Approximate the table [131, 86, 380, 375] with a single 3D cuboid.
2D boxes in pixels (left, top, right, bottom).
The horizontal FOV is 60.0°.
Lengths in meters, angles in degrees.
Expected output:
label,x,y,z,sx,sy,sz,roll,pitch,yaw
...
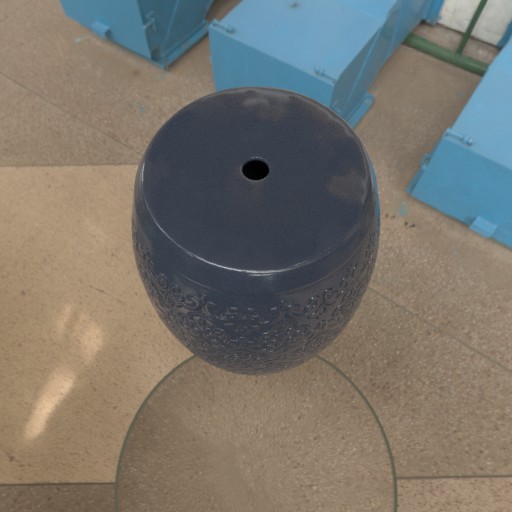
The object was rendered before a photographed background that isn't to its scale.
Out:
label,x,y,z,sx,sy,sz,roll,pitch,yaw
table,0.000,0.000,0.619,0.309,0.397,0.309,0,64,0
